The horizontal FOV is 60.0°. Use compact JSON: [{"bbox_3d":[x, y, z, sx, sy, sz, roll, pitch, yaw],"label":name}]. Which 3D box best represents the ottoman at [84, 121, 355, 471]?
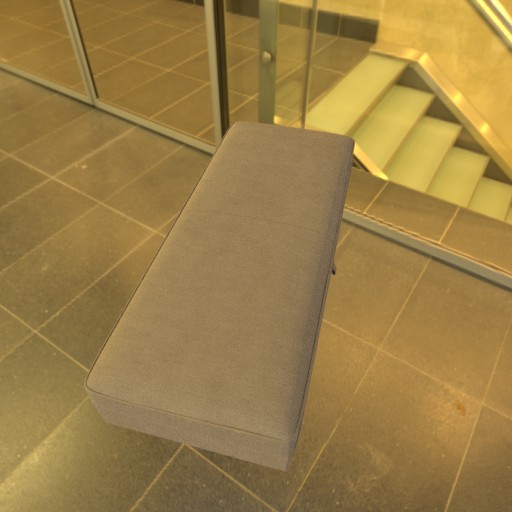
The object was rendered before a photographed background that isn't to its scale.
[{"bbox_3d":[0.000,0.000,2.073,0.751,0.470,1.764,11,47,10],"label":"ottoman"}]
